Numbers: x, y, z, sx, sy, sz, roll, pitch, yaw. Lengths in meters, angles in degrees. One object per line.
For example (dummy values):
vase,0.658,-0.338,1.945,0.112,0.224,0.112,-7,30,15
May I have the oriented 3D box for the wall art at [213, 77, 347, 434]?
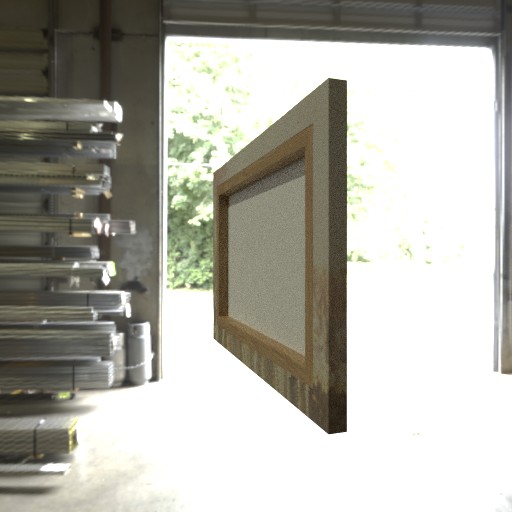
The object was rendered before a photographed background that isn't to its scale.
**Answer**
wall art,0.000,0.000,1.194,0.040,0.608,0.916,0,0,-18
